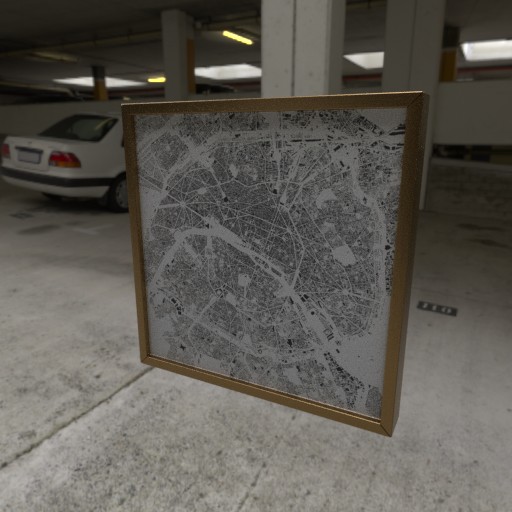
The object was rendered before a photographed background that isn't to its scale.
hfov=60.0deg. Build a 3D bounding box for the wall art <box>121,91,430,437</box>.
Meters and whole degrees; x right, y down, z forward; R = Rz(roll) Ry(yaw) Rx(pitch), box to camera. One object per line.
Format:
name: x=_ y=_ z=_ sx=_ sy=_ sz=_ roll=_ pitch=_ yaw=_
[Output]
wall art: x=0.000 y=0.000 z=0.457 sx=0.305 sy=0.305 sz=0.037 roll=8 pitch=17 yaw=27
